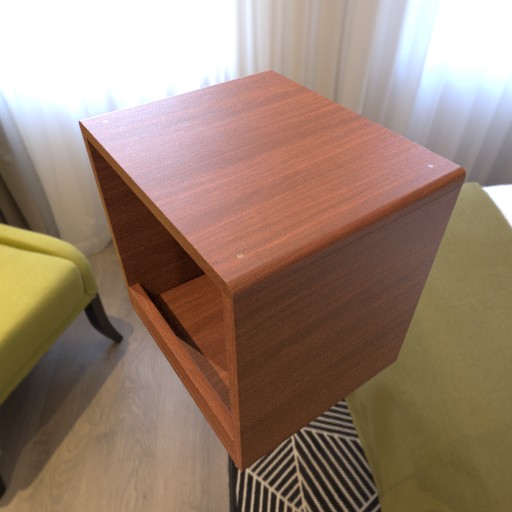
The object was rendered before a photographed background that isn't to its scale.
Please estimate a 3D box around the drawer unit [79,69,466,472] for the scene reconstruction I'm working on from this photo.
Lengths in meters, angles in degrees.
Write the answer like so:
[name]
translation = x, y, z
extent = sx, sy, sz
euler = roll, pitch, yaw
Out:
[drawer unit]
translation = 0.000, 0.000, 0.620
extent = 0.290, 0.351, 0.349
euler = -26, 49, -25
